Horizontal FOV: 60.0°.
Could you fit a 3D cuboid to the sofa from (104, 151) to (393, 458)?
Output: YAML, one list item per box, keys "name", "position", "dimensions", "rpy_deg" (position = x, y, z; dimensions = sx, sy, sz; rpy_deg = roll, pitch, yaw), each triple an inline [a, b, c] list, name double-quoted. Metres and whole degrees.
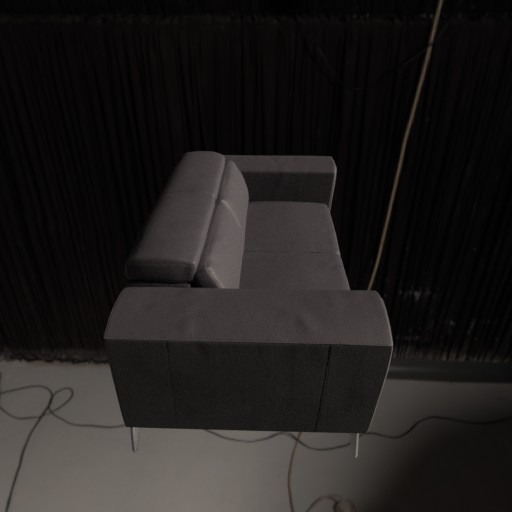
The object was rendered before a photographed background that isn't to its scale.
- name: "sofa"
  position: [0.000, 0.000, 2.392]
  dimensions: [1.003, 0.779, 1.895]
  rpy_deg: [1, 32, 1]
